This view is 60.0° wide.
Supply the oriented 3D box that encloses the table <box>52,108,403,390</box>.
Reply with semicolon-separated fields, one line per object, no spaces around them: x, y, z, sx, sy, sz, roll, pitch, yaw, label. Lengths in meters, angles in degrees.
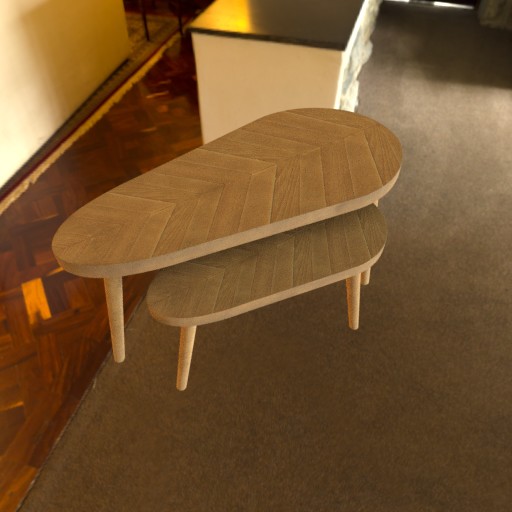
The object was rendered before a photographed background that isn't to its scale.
0.000;0.000;1.572;1.190;0.595;0.701;-26;52;-22;table
